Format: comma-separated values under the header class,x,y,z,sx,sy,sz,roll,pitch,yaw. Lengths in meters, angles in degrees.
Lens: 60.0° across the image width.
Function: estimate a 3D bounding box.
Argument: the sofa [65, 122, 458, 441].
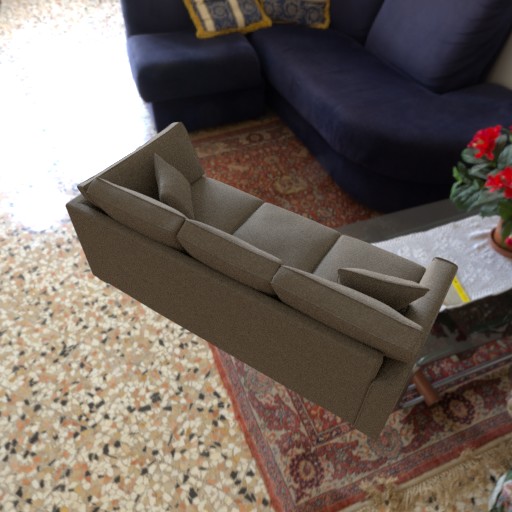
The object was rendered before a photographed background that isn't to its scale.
class,x,y,z,sx,sy,sz,roll,pitch,yaw
sofa,0.000,0.000,2.946,2.317,0.962,1.061,25,51,22
